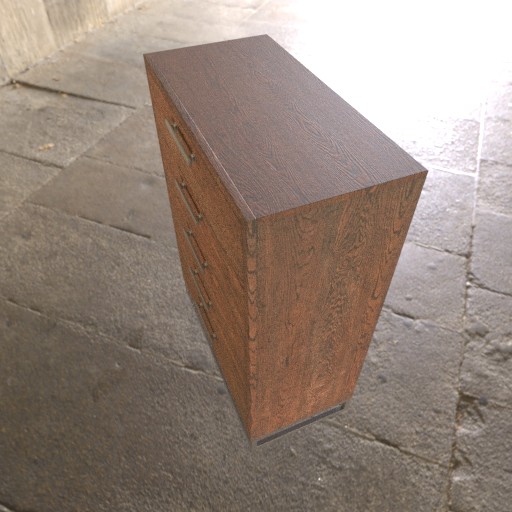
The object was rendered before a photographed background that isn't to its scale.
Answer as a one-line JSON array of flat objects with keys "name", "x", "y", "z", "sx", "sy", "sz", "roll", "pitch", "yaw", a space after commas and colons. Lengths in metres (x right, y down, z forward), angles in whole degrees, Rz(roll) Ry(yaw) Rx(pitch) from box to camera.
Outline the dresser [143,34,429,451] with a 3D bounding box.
[{"name": "dresser", "x": 0.000, "y": 0.000, "z": 1.794, "sx": 0.508, "sy": 1.321, "sz": 0.965, "roll": -17, "pitch": 49, "yaw": -16}]
